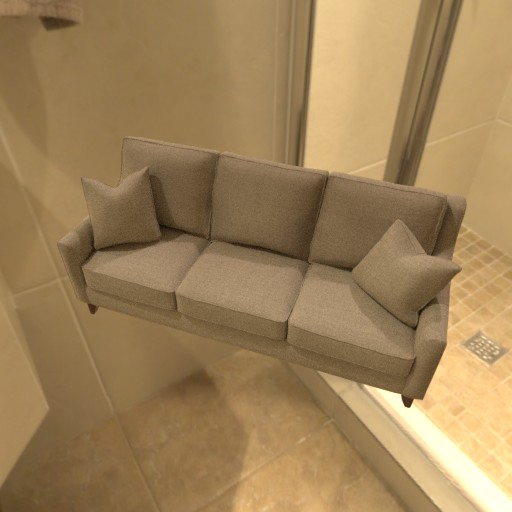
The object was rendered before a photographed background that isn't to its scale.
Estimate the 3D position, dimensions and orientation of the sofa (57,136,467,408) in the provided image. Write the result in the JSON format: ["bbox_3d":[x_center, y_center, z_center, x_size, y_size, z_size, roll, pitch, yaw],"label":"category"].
[{"bbox_3d":[0.000,0.000,2.475,2.031,0.914,0.865,13,42,15],"label":"sofa"}]
